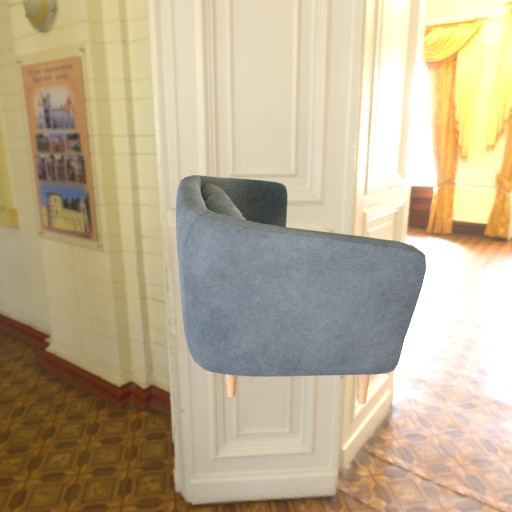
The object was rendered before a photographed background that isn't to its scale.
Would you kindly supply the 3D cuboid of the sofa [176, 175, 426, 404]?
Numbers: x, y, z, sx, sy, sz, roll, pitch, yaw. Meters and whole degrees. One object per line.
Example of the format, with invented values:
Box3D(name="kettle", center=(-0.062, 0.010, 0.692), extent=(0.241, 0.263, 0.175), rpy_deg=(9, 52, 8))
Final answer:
Box3D(name="sofa", center=(0.000, 0.000, 2.463), extent=(0.849, 0.795, 2.095), rpy_deg=(-2, 15, -9))
